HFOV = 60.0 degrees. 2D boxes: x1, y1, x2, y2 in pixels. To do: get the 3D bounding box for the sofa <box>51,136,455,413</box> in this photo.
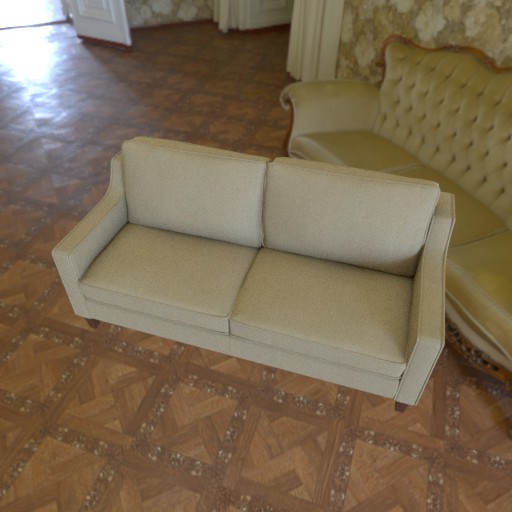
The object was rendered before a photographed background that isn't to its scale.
[{"bbox_3d":[0.000,0.000,2.784,2.178,1.071,1.066,12,43,13],"label":"sofa"}]
